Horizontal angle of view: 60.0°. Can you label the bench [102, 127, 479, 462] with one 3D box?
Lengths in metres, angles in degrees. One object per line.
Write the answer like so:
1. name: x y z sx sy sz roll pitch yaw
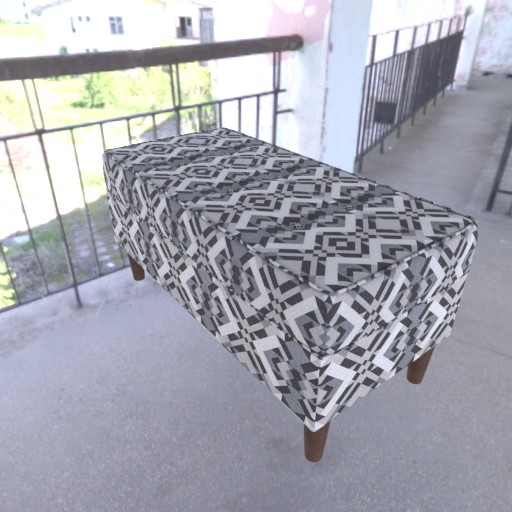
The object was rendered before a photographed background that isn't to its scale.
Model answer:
1. bench: 0.000 0.000 1.288 0.492 0.477 1.016 -21 37 -32
